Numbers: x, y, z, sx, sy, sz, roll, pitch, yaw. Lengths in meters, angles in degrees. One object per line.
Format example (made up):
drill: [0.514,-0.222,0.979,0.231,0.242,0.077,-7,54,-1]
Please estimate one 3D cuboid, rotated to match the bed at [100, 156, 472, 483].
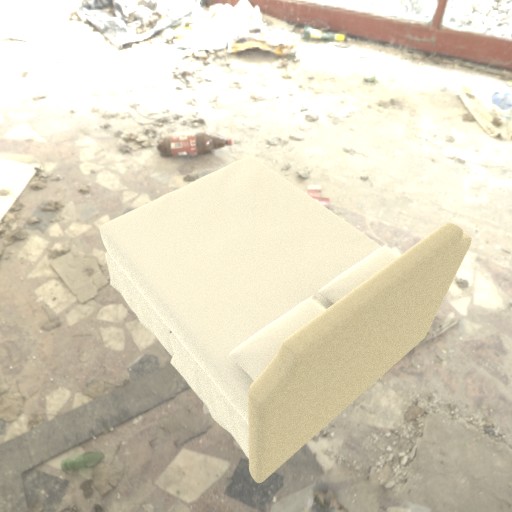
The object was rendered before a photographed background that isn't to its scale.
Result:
bed: [0.000,0.000,3.189,1.693,1.290,2.116,-31,54,-26]
